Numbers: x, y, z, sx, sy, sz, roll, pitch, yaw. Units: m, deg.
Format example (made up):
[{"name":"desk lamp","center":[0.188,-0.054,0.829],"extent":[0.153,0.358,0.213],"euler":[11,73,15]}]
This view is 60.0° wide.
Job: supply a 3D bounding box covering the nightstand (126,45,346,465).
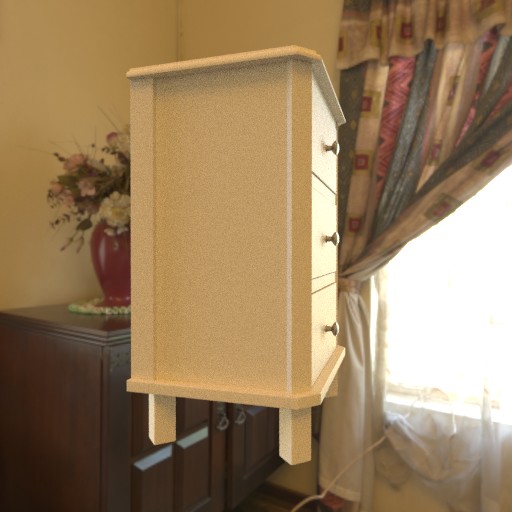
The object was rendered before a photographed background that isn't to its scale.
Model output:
[{"name":"nightstand","center":[0.000,0.000,0.949],"extent":[0.351,0.681,0.435],"euler":[0,1,17]}]
